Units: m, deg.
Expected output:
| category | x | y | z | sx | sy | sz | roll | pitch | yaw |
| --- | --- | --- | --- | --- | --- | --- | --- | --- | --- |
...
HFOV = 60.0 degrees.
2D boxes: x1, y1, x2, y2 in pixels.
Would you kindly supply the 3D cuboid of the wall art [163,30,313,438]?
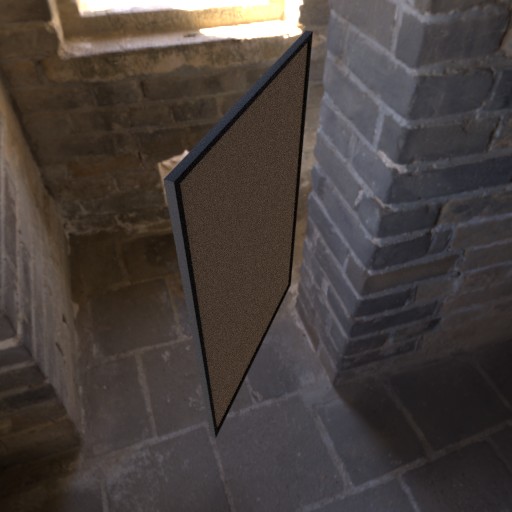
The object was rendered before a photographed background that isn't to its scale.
| category | x | y | z | sx | sy | sz | roll | pitch | yaw |
| --- | --- | --- | --- | --- | --- | --- | --- | --- | --- |
| wall art | 0.000 | 0.000 | 0.841 | 0.013 | 0.660 | 0.460 | 17 | 48 | 16 |
